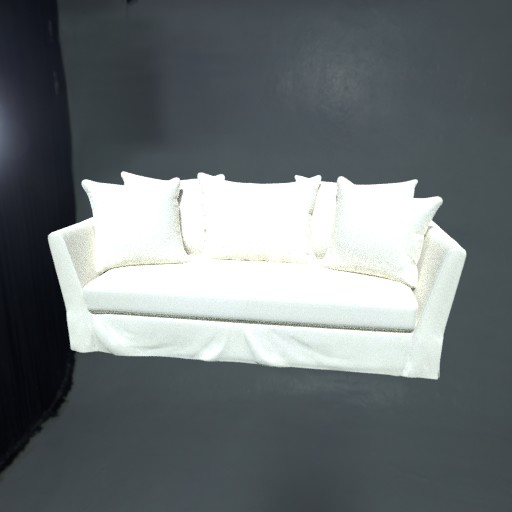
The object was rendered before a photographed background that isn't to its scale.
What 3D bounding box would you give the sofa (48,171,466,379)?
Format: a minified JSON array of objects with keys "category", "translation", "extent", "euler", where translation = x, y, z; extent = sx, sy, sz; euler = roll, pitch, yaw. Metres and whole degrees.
[{"category":"sofa","translation":[0.000,0.000,2.905],"extent":[2.290,1.034,1.031],"euler":[2,17,8]}]
